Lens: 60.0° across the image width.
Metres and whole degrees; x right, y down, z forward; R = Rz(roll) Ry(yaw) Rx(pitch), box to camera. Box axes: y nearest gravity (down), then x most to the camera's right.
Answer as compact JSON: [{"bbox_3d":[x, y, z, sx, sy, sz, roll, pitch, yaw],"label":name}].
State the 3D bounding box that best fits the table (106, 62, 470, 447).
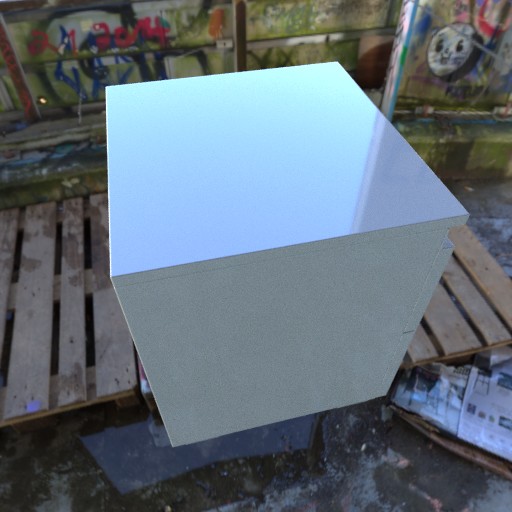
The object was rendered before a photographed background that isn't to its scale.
[{"bbox_3d":[0.000,0.000,0.783,0.400,0.470,0.420,-10,48,-9],"label":"table"}]
